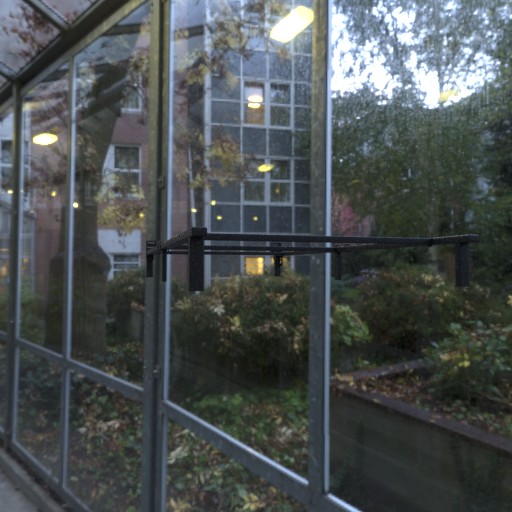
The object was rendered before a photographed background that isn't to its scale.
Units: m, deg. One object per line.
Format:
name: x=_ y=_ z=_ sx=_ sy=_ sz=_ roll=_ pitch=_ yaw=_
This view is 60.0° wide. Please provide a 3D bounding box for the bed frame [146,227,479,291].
bed frame: x=0.000 y=0.000 z=2.230 sx=0.968 sy=0.248 sz=1.897 roll=0 pitch=-2 yaw=-17
